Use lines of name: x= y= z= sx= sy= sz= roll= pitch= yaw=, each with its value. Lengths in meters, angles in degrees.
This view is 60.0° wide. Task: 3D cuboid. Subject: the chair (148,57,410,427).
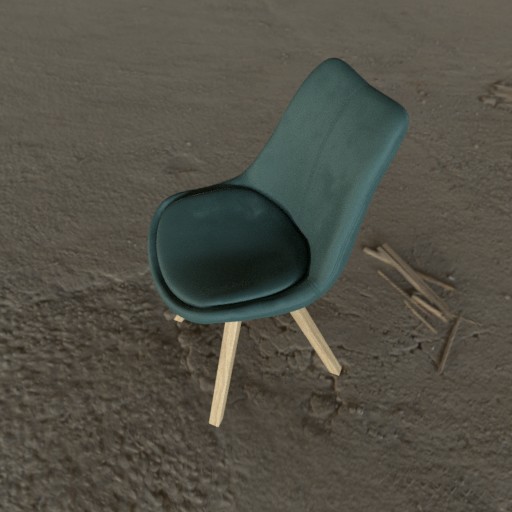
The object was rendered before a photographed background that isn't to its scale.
chair: x=0.000 y=0.000 z=1.177 sx=0.547 sy=0.865 sz=0.483 roll=-16 pitch=49 yaw=-15
